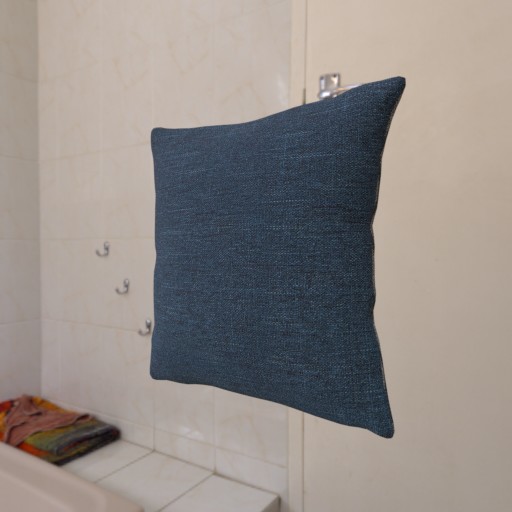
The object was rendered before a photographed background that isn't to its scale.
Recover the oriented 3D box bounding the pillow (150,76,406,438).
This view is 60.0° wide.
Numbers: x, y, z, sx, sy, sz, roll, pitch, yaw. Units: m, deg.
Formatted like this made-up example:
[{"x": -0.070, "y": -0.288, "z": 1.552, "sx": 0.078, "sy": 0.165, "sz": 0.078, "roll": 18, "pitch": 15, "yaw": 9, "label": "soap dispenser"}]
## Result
[{"x": 0.000, "y": 0.000, "z": 0.651, "sx": 0.435, "sy": 0.435, "sz": 0.159, "roll": 0, "pitch": 1, "yaw": 34, "label": "pillow"}]
